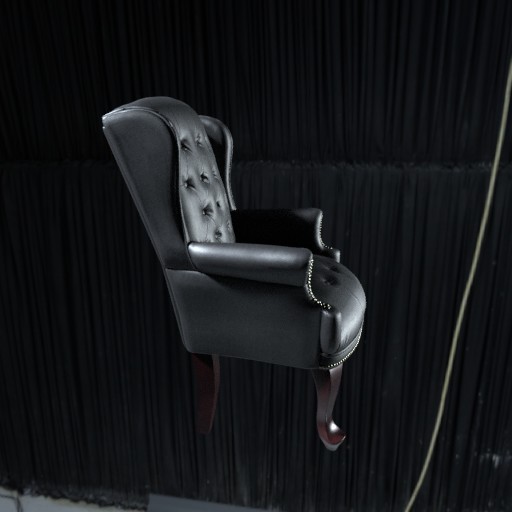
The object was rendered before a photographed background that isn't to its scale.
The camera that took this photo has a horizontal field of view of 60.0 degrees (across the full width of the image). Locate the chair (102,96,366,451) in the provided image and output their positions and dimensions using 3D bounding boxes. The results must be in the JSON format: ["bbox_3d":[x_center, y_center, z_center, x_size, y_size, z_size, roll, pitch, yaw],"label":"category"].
[{"bbox_3d":[0.000,0.000,1.662,0.822,1.133,0.831,3,15,10],"label":"chair"}]
